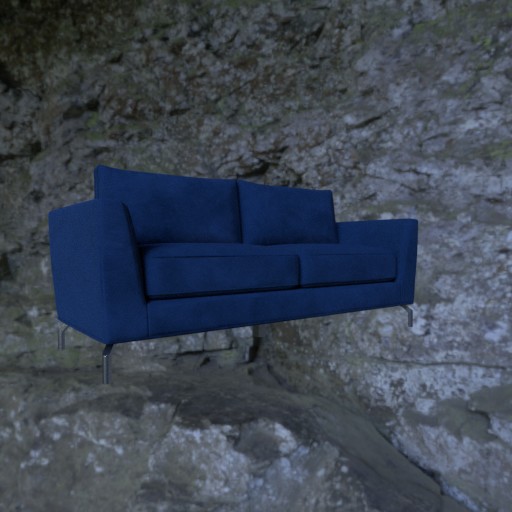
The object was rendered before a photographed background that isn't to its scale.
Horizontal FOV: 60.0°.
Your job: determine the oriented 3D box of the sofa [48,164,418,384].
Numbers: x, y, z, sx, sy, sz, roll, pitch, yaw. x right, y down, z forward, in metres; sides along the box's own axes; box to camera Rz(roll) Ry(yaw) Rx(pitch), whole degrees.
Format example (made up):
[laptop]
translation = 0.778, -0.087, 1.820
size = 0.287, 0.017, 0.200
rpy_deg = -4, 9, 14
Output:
[sofa]
translation = 0.000, 0.000, 2.742
size = 2.212, 0.998, 0.853
rpy_deg = -1, 2, -37
